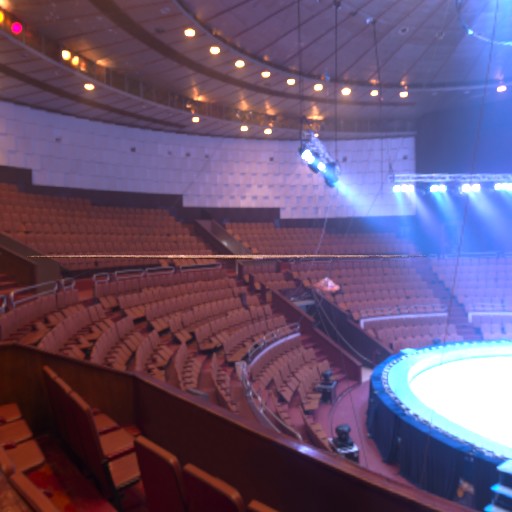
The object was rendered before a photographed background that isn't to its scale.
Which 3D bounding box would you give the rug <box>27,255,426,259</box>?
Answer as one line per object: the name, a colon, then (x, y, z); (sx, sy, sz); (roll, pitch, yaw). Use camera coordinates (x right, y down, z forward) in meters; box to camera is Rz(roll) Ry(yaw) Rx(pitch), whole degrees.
rug: (0.000, 0.000, 4.500); (2.441, 0.020, 3.419); (0, 0, 36)
